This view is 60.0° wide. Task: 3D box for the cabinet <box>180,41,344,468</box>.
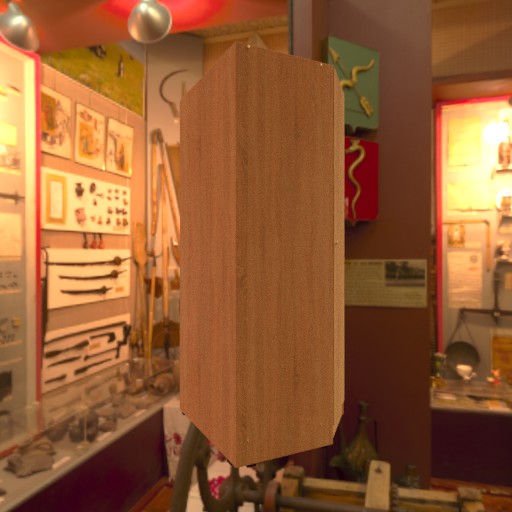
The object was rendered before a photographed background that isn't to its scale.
[{"bbox_3d":[0.000,0.000,2.851,1.094,2.120,1.327,0,0,18],"label":"cabinet"}]
